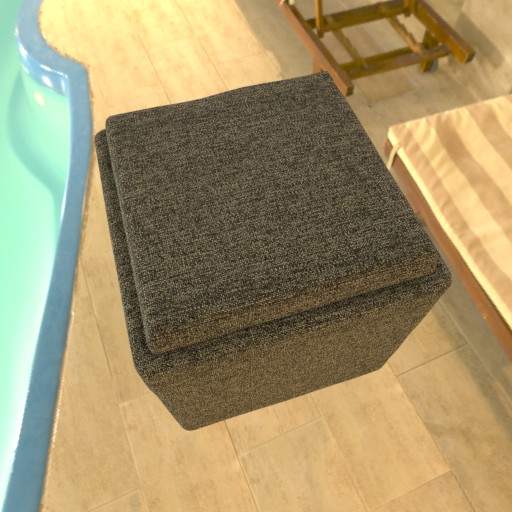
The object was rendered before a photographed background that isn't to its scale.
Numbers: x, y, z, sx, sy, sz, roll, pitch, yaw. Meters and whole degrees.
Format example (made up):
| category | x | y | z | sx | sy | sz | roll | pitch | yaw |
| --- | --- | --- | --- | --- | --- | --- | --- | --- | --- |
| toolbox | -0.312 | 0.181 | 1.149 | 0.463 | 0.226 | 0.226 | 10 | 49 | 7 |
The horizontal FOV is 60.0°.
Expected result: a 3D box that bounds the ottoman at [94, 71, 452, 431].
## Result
| category | x | y | z | sx | sy | sz | roll | pitch | yaw |
| --- | --- | --- | --- | --- | --- | --- | --- | --- | --- |
| ottoman | 0.000 | 0.000 | 0.826 | 0.450 | 0.463 | 0.450 | -15 | 61 | -9 |
